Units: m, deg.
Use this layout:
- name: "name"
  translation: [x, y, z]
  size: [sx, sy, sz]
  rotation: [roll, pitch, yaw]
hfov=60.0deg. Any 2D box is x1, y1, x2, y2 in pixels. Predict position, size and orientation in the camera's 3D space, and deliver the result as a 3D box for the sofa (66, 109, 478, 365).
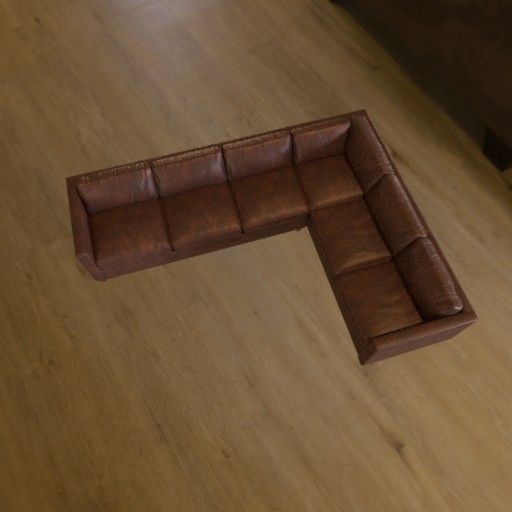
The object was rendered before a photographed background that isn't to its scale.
- name: "sofa"
  translation: [0.000, 0.000, 4.233]
  size: [3.152, 0.836, 2.438]
  rotation: [-15, 65, -7]
